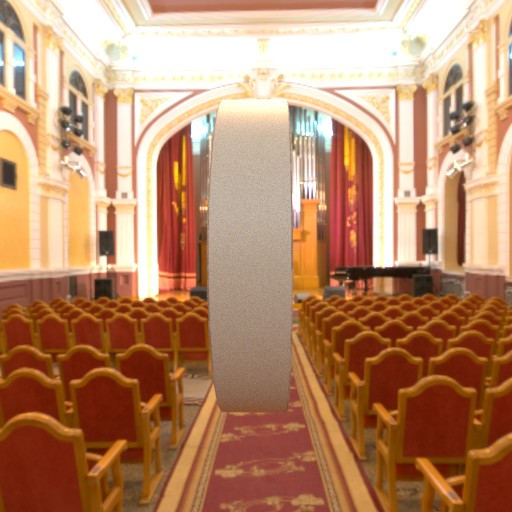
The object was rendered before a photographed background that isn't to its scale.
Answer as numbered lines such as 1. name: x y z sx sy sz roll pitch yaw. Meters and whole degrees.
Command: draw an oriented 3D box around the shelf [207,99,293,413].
1. shelf: 0.000 0.000 1.212 0.158 0.807 0.806 0 0 2
